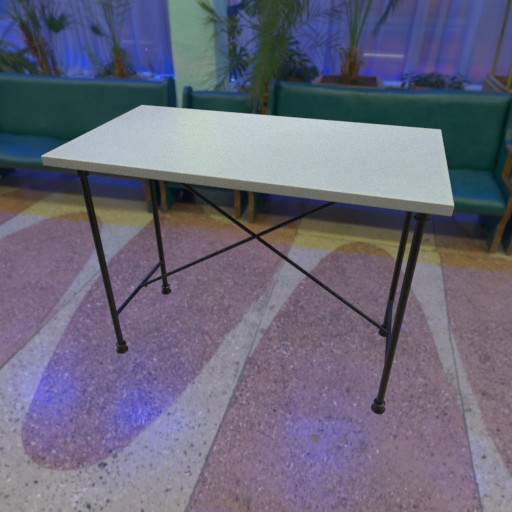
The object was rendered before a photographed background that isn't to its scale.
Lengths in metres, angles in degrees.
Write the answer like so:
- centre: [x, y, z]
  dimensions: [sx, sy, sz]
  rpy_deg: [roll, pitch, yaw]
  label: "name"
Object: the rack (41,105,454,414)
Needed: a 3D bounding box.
- centre: [0.000, 0.000, 1.669]
  dimensions: [1.159, 0.880, 0.613]
  rpy_deg: [9, 34, 14]
  label: "rack"
